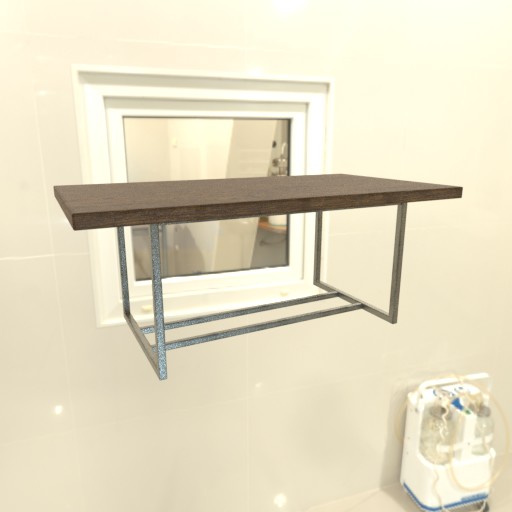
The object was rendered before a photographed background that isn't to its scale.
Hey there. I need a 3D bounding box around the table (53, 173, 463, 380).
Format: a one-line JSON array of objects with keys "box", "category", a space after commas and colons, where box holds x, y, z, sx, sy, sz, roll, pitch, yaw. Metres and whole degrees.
[{"box": [0.000, 0.000, 2.545, 1.989, 0.795, 1.078, -7, 16, -26], "category": "table"}]
